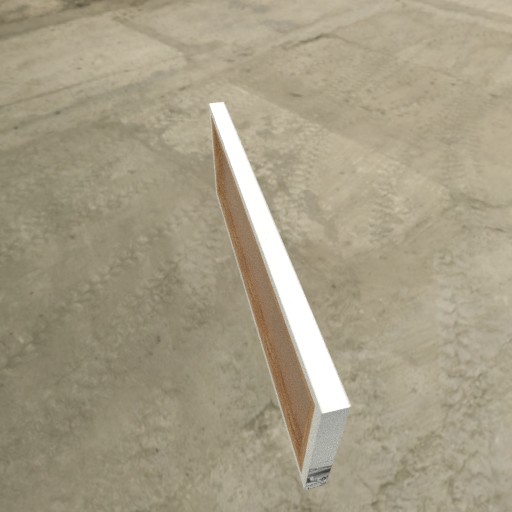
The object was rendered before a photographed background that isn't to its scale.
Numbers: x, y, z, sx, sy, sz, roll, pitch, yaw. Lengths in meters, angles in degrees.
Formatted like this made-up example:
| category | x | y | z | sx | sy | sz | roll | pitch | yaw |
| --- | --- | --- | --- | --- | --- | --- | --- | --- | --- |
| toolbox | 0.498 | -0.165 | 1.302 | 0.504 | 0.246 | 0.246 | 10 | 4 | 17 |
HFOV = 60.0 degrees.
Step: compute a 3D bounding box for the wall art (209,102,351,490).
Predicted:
| category | x | y | z | sx | sy | sz | roll | pitch | yaw |
| --- | --- | --- | --- | --- | --- | --- | --- | --- | --- |
| wall art | 0.000 | 0.000 | 0.850 | 0.036 | 0.256 | 0.766 | -10 | 46 | -10 |
